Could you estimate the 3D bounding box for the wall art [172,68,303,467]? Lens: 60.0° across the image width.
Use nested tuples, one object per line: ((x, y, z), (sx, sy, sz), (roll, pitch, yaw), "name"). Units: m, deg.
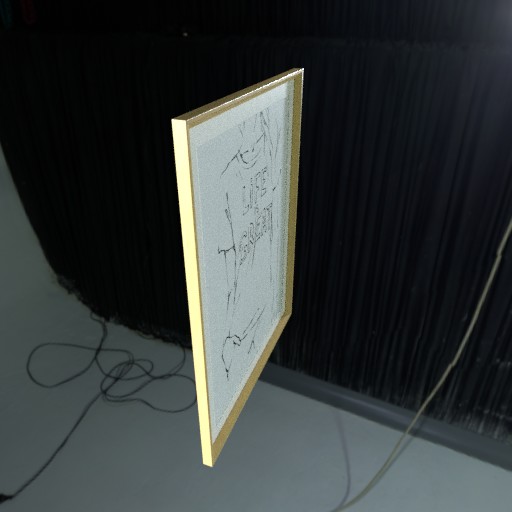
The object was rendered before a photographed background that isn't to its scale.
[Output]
((0.000, 0.000, 1.388), (0.030, 1.002, 0.798), (11, 31, 18), "wall art")
